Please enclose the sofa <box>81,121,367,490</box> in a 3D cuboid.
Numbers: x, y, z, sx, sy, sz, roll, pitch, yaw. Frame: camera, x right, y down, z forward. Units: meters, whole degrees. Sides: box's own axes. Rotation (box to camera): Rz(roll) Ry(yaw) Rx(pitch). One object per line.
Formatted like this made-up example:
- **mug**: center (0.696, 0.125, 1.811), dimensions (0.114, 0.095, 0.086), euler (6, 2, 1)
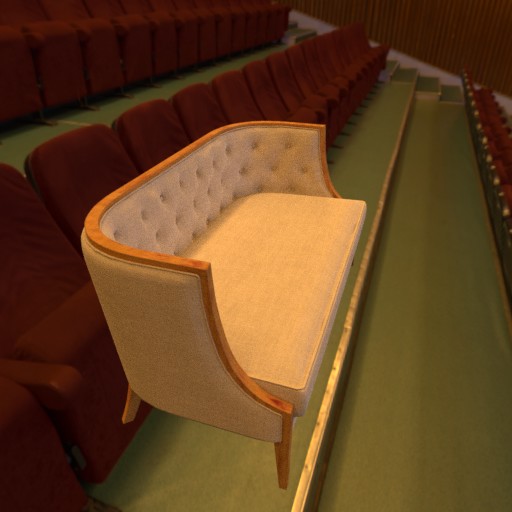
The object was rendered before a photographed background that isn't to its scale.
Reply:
- **sofa**: center (0.000, 0.000, 1.879), dimensions (0.770, 0.775, 1.474), euler (10, 32, 16)
